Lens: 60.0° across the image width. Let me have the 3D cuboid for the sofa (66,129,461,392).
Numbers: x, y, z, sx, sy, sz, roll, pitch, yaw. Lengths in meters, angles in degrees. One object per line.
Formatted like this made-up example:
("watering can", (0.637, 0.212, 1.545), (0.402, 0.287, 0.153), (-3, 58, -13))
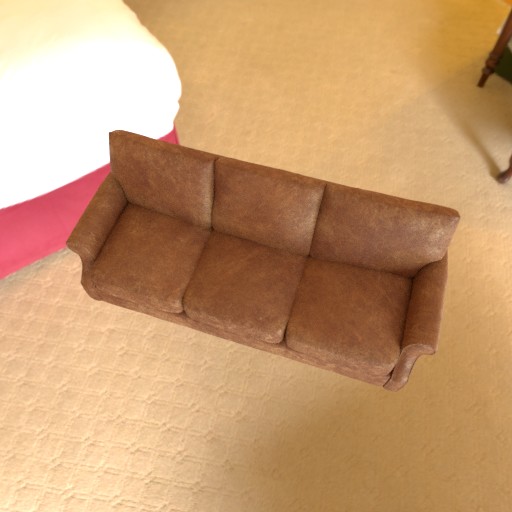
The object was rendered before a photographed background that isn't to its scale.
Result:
("sofa", (0.000, 0.000, 2.889), (2.351, 0.977, 0.973), (15, 60, 9))
